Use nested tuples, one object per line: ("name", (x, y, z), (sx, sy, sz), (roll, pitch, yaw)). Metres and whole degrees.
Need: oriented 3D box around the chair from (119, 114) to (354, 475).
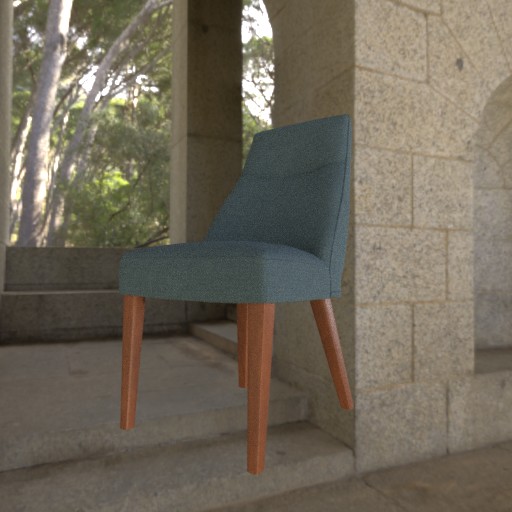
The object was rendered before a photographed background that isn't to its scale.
("chair", (0.000, 0.000, 1.312), (0.500, 0.930, 0.620), (-1, -1, 36))
